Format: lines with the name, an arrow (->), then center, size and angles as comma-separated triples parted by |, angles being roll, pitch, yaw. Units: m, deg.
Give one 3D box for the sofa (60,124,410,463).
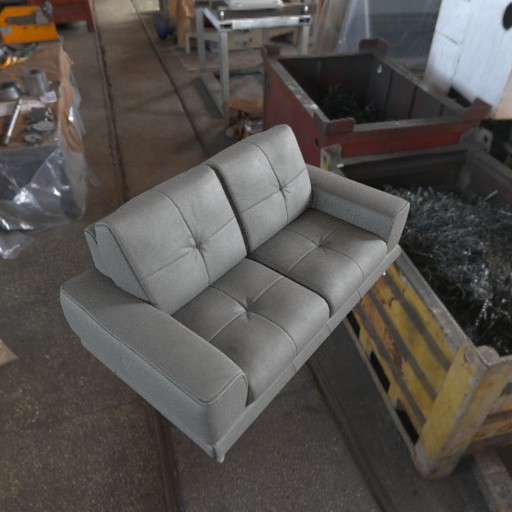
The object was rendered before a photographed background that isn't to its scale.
sofa -> 0.000, 0.000, 2.425 | 1.018, 0.907, 1.806 | 28, 48, 29
